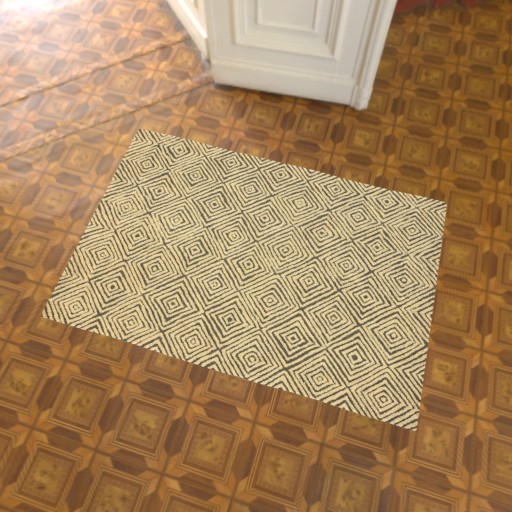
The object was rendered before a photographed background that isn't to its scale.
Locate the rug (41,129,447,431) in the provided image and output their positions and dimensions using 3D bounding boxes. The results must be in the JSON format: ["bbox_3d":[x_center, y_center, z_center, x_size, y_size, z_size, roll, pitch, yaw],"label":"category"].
[{"bbox_3d":[0.000,0.000,2.201,1.750,0.004,1.177,15,66,7],"label":"rug"}]
